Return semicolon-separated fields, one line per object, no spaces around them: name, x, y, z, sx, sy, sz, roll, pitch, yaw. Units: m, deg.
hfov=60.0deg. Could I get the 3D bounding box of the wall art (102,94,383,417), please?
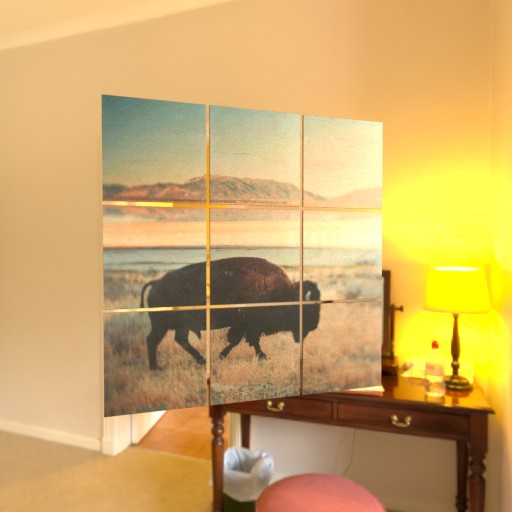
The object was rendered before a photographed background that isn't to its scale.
wall art;0.000;0.000;2.347;1.533;1.532;0.019;0;1;-18
